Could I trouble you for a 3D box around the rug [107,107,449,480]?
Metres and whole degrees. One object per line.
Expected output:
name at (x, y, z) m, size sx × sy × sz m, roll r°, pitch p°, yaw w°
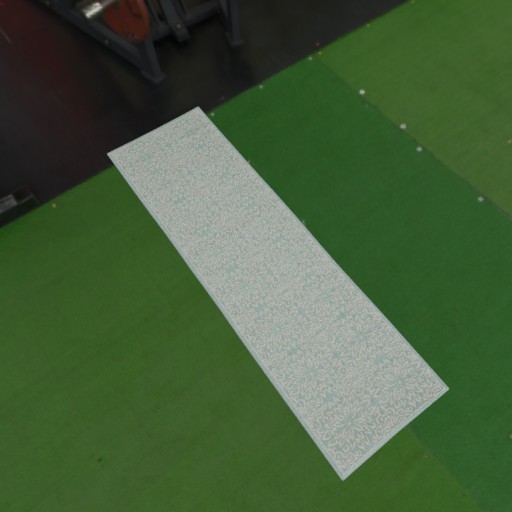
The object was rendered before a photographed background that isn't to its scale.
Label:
rug at (0.000, 0.000, 2.394) m, size 0.662 × 0.011 × 2.196 m, roll -33°, pitch 68°, yaw -15°
